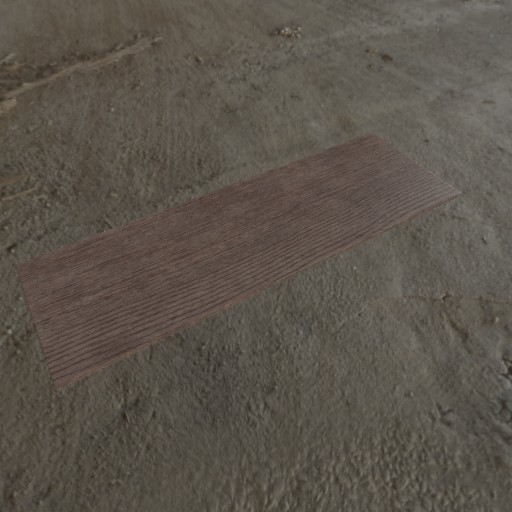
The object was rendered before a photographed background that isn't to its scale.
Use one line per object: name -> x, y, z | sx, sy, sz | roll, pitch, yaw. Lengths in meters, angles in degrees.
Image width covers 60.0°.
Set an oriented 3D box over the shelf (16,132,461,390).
shelf -> 0.000, 0.000, 0.671 | 0.610, 0.125, 0.200 | -24, 52, -21
